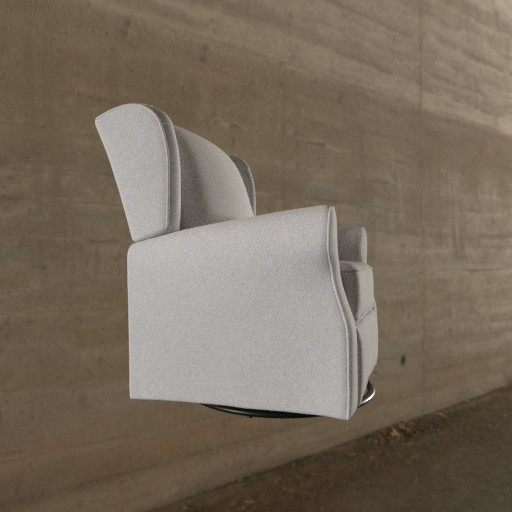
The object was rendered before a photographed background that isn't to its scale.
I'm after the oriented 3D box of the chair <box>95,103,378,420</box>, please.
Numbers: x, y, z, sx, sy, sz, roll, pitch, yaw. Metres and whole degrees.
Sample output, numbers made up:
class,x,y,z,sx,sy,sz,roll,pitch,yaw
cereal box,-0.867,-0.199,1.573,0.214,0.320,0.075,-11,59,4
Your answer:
class,x,y,z,sx,sy,sz,roll,pitch,yaw
chair,0.000,0.000,1.655,0.854,0.967,0.906,0,-1,20
